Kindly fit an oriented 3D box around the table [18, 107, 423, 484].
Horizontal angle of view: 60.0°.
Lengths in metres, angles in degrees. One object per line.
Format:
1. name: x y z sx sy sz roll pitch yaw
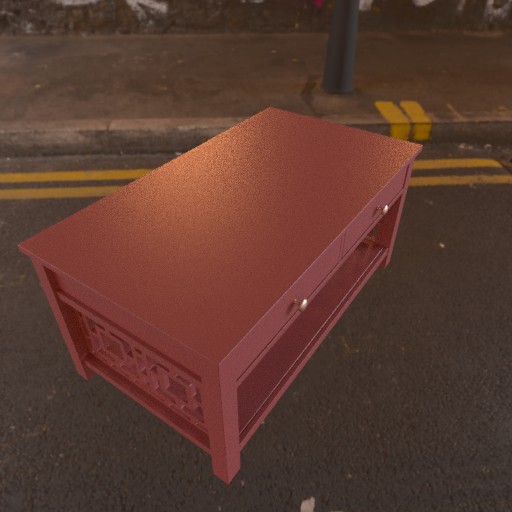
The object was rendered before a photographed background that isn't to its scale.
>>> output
1. table: 0.000 0.000 1.392 0.612 0.493 1.068 24 45 26
